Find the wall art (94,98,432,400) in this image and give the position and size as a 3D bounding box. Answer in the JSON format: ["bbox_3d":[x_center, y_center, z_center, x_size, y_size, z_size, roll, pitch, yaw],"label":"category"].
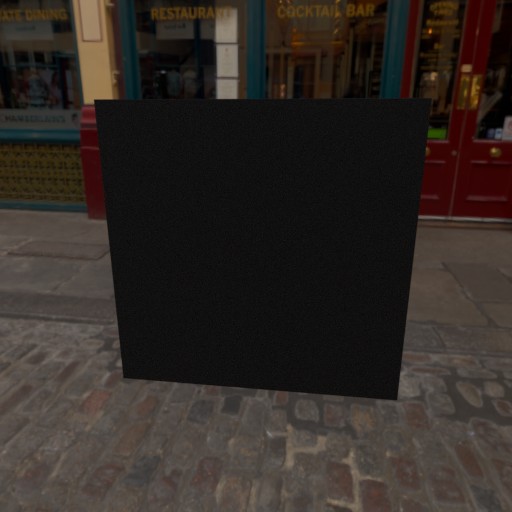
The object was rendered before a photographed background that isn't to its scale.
[{"bbox_3d":[0.000,0.000,0.686,0.462,0.458,0.030,2,18,7],"label":"wall art"}]
